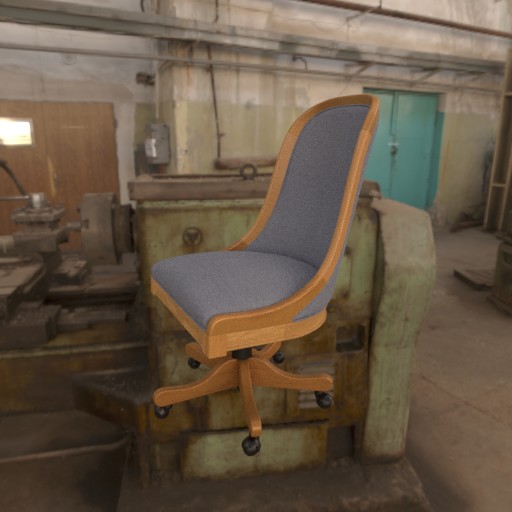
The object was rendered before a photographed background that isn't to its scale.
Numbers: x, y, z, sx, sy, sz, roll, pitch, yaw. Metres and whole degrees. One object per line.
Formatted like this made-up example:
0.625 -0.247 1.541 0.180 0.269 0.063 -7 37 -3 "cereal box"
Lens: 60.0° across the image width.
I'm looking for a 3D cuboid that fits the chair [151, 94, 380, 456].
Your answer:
0.000 0.000 1.465 0.735 1.031 0.605 -8 17 -26 "chair"
